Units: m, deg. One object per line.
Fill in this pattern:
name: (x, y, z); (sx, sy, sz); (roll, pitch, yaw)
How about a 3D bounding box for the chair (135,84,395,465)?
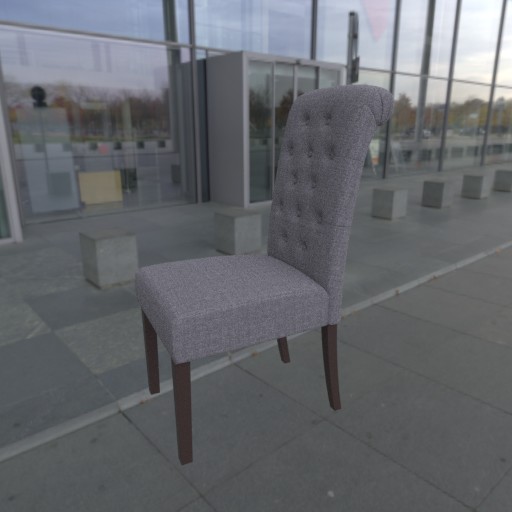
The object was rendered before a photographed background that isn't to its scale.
chair: (0.000, 0.000, 1.376); (0.671, 1.006, 0.456); (-8, 18, -25)
